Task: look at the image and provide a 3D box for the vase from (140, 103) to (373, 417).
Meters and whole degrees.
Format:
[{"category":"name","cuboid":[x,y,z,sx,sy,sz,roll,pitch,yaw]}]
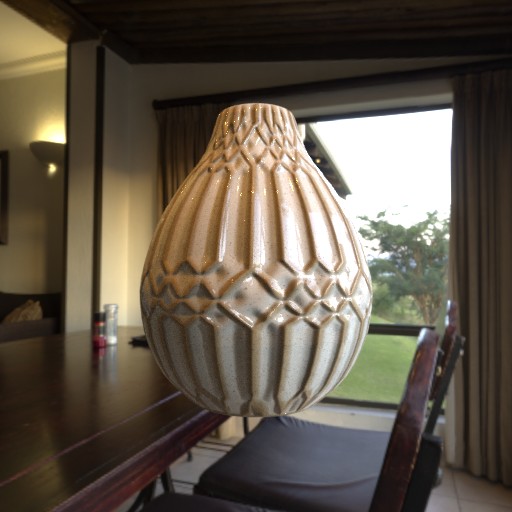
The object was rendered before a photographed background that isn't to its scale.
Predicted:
[{"category":"vase","cuboid":[0.000,0.000,0.314,0.159,0.200,0.159,0,-2,0]}]
